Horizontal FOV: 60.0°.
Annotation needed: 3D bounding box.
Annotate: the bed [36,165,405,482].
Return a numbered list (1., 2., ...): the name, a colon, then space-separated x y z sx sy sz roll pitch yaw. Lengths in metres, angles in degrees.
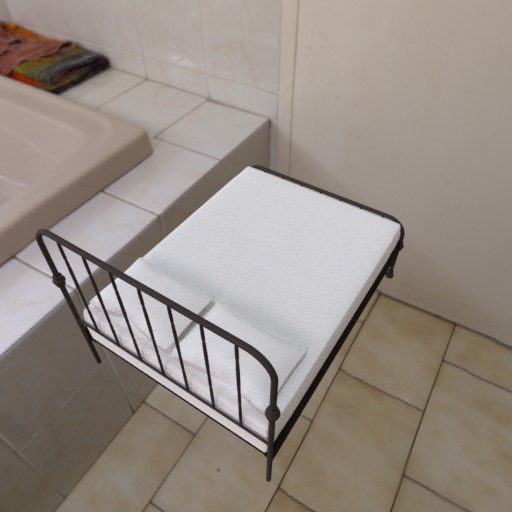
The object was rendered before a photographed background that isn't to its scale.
1. bed: 0.000 0.000 3.197 1.616 1.446 2.134 25 51 22
